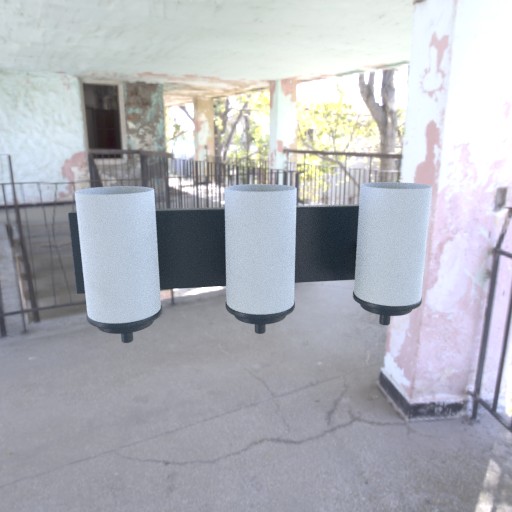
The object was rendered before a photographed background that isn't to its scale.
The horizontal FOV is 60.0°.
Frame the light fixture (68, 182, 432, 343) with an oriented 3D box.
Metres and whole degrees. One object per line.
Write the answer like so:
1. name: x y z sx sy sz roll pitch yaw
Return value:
1. light fixture: 0.000 0.000 0.540 0.451 0.172 0.145 -2 15 -9
